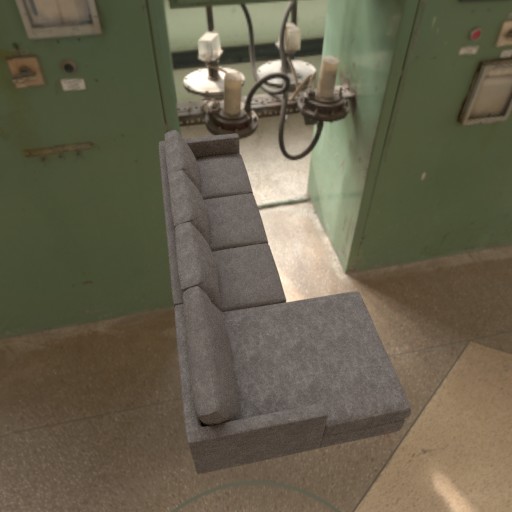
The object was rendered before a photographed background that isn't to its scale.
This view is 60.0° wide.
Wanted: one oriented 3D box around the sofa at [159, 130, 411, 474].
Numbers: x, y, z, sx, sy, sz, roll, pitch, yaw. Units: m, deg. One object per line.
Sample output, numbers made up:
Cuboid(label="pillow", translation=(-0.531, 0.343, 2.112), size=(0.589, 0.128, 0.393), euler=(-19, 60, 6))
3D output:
Cuboid(label="sofa", translation=(0.000, 0.000, 4.214), size=(1.606, 0.954, 3.471), euler=(-8, 48, -8))
